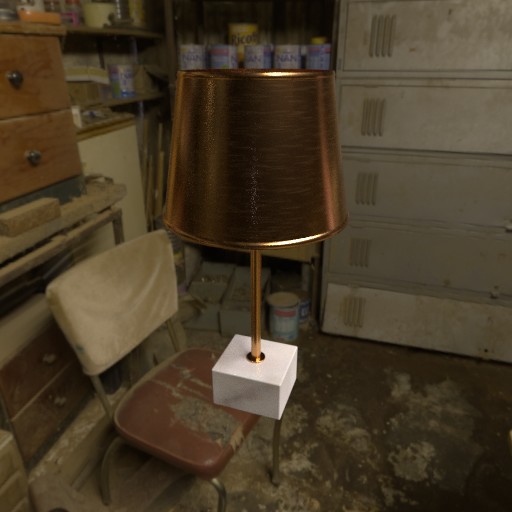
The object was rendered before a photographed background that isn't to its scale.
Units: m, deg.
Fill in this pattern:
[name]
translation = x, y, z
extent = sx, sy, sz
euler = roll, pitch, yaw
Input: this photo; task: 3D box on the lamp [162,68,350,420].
[lamp]
translation = 0.000, 0.000, 0.526
extent = 0.208, 0.406, 0.208
euler = 0, 24, 0
